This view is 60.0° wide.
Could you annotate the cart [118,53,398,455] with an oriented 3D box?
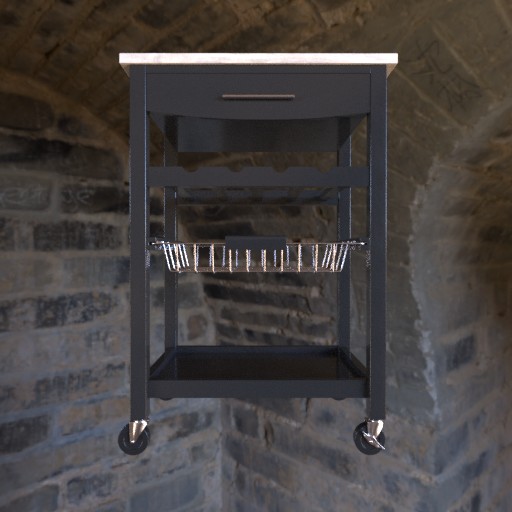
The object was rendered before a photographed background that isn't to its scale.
[{"bbox_3d":[0.000,0.000,1.113,0.584,0.839,0.403,0,0,0],"label":"cart"}]
